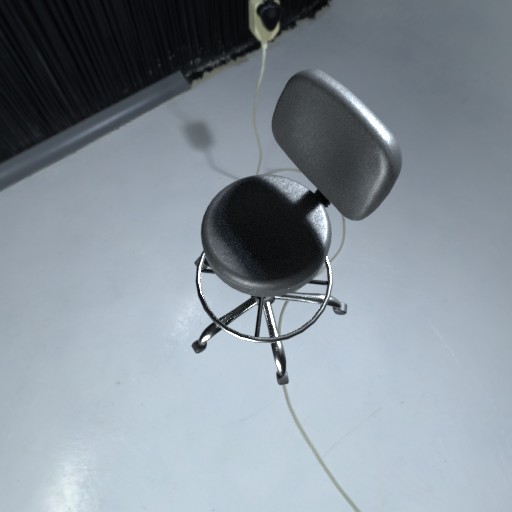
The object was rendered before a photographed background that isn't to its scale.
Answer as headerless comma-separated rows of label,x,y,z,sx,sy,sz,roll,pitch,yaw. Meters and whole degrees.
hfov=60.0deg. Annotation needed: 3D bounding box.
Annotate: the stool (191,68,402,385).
stool,0.000,0.000,1.496,0.658,1.069,0.694,-34,69,-15
